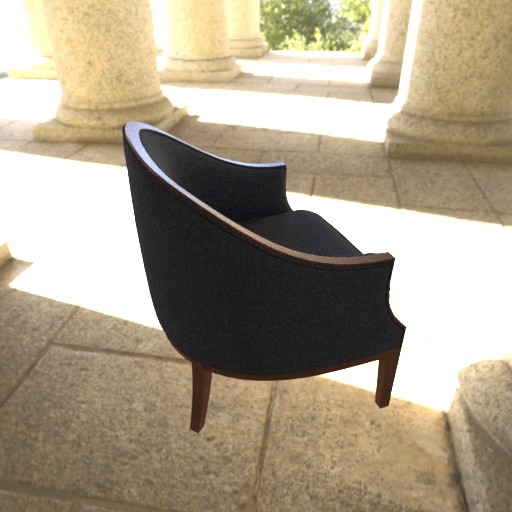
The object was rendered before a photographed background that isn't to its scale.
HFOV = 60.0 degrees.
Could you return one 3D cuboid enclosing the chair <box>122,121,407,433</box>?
[{"bbox_3d":[0.000,0.000,1.472,0.735,0.876,0.803,-10,33,-16],"label":"chair"}]
